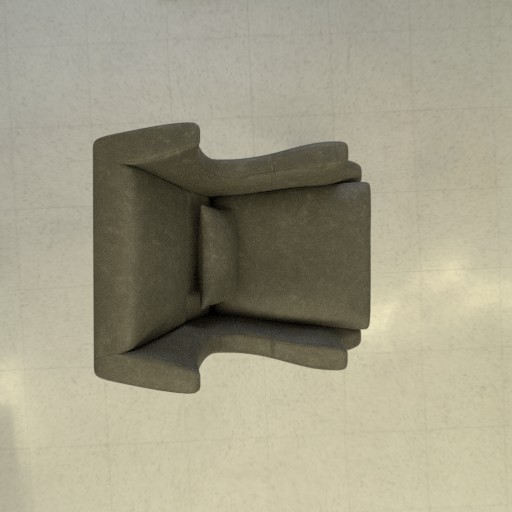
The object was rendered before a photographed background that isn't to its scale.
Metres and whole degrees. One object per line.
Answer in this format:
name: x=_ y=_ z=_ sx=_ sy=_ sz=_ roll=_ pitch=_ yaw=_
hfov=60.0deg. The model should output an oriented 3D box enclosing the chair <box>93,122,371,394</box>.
chair: x=0.000 y=0.000 z=1.721 sx=0.926 sy=1.016 sz=0.853 roll=0 pitch=91 yaw=-1
